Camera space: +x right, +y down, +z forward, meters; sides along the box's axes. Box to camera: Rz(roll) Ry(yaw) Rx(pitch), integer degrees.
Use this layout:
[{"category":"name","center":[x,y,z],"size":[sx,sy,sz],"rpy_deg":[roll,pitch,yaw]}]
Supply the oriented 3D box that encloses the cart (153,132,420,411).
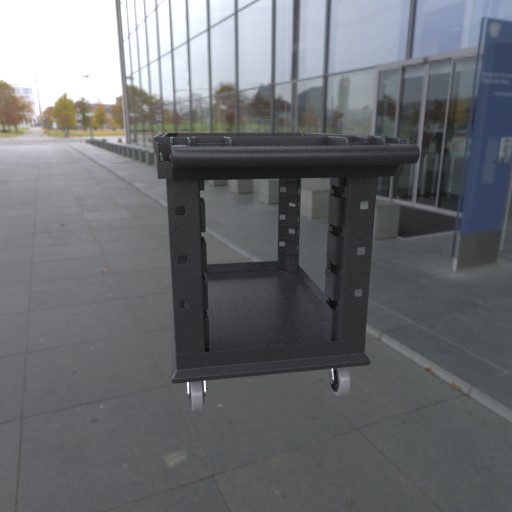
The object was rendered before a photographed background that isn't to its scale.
[{"category":"cart","center":[0.000,0.000,1.673],"size":[0.674,0.884,1.239],"rpy_deg":[-3,16,-10]}]
